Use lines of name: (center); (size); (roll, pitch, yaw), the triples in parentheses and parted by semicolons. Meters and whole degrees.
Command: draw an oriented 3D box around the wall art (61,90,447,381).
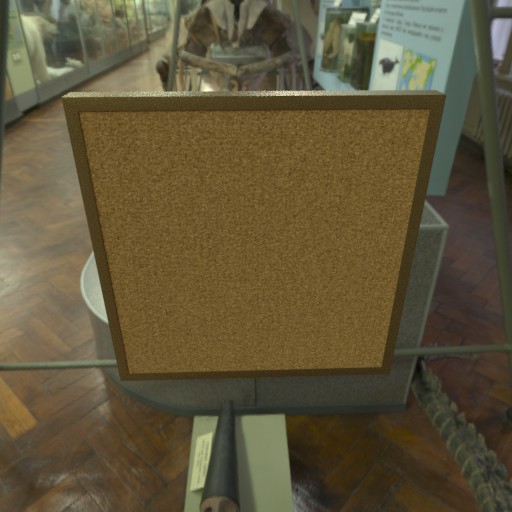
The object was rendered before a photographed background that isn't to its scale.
wall art: (0.000, 0.000, 0.729); (0.510, 0.509, 0.037); (-1, 30, -2)
